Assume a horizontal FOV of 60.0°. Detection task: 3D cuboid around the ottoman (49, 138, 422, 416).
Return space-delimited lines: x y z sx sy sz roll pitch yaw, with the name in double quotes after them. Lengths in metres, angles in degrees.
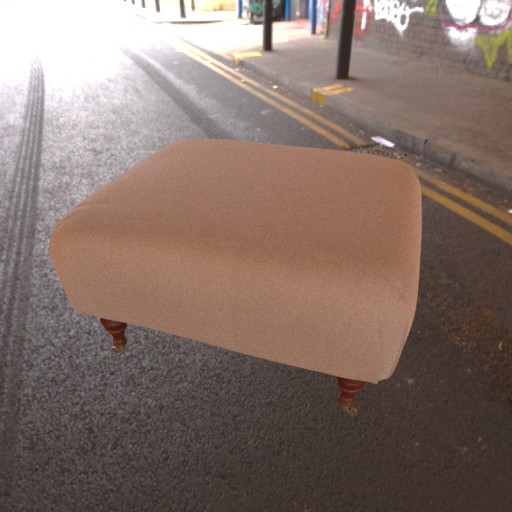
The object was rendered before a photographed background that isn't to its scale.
0.000 0.000 1.111 0.746 0.450 0.639 10 34 15 "ottoman"
